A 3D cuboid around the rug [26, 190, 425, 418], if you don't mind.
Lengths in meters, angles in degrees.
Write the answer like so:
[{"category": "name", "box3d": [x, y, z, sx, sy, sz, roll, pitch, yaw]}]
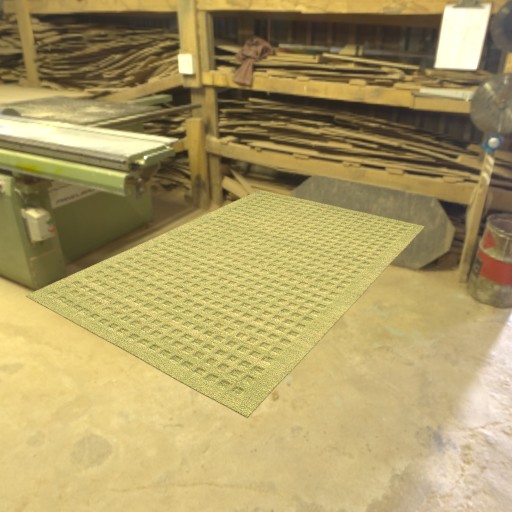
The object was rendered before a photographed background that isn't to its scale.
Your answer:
[{"category": "rug", "box3d": [0.000, 0.000, 2.914, 1.529, 0.007, 2.297, 17, 31, 31]}]
